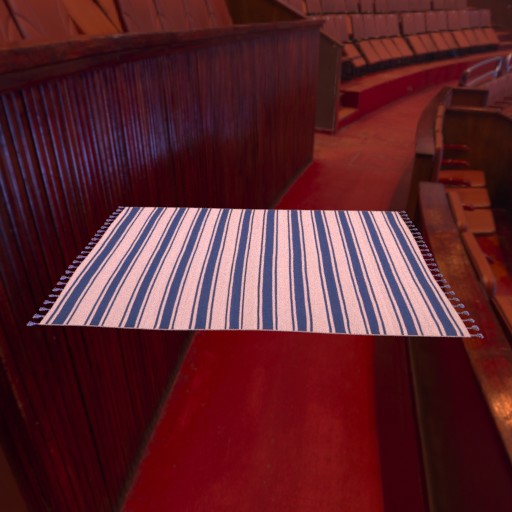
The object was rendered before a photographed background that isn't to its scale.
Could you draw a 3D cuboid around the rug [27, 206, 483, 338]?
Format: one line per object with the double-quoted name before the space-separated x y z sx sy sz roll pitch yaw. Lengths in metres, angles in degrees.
"rug" 0.000 0.000 2.879 2.315 0.010 1.544 1 29 2
